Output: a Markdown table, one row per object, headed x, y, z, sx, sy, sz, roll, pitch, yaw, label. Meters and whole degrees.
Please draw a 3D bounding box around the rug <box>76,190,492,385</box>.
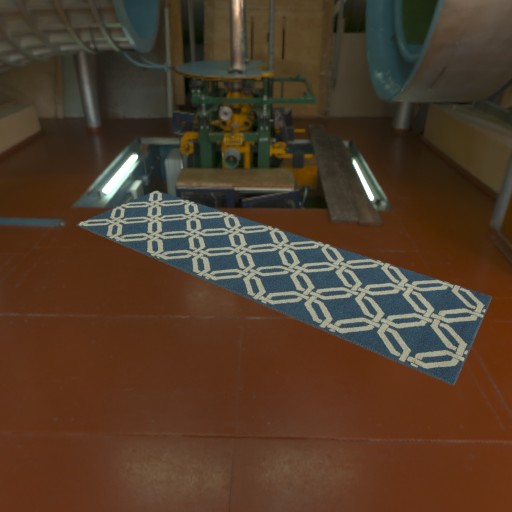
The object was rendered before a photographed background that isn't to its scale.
| x | y | z | sx | sy | sz | roll | pitch | yaw | label |
| --- | --- | --- | --- | --- | --- | --- | --- | --- | --- |
| 0.000 | 0.000 | 2.437 | 2.276 | 0.014 | 0.678 | 20 | 36 | 30 | rug |
